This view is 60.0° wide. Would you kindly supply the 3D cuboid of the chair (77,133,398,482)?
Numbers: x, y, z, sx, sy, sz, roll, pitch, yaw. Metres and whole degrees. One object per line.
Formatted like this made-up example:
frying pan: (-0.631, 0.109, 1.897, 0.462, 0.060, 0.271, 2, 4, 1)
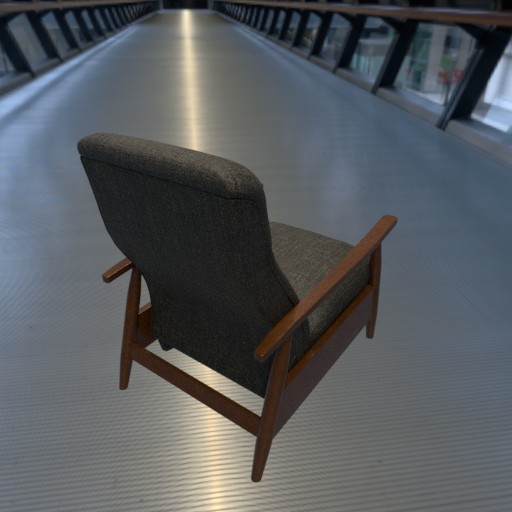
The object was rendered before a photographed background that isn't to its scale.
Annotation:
chair: (0.000, 0.000, 1.766, 0.762, 1.082, 1.014, 20, 35, 31)
